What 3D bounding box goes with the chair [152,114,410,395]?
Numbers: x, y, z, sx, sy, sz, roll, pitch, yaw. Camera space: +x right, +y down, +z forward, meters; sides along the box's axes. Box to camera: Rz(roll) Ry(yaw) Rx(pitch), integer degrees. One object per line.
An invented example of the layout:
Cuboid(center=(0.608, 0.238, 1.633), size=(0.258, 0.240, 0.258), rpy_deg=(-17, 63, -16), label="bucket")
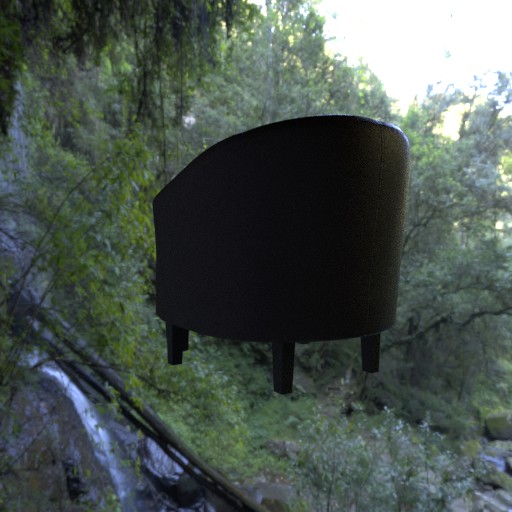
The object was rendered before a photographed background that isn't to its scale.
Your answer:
Cuboid(center=(0.000, 0.000, 1.666), size=(0.737, 0.755, 1.176), rpy_deg=(-1, 1, -35), label="chair")
